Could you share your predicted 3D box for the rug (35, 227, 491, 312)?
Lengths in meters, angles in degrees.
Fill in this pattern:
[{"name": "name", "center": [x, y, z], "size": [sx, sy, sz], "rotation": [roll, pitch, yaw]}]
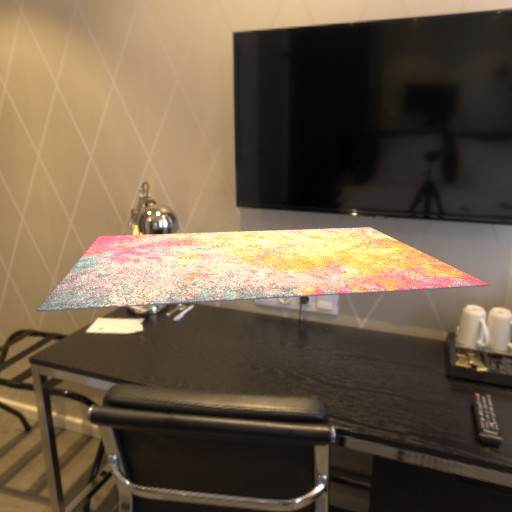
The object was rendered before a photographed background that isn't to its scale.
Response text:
[{"name": "rug", "center": [0.000, 0.000, 3.719], "size": [2.896, 0.013, 2.007], "rotation": [-2, 15, -9]}]
